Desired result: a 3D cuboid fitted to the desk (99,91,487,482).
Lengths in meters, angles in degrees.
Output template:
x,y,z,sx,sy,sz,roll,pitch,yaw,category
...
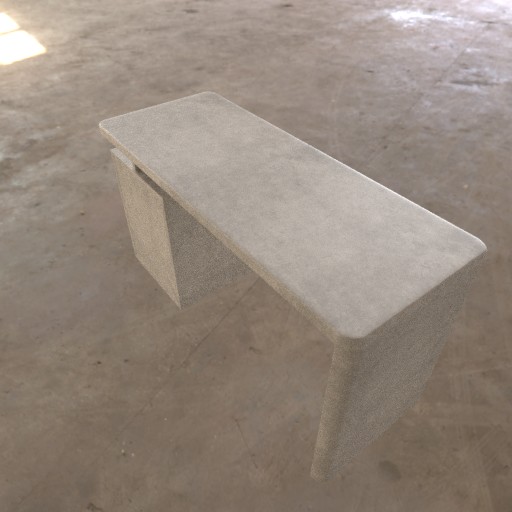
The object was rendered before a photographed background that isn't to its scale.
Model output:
x,y,z,sx,sy,sz,roll,pitch,yaw,category
0.000,0.000,1.740,0.550,0.755,1.400,-27,48,-27,desk
